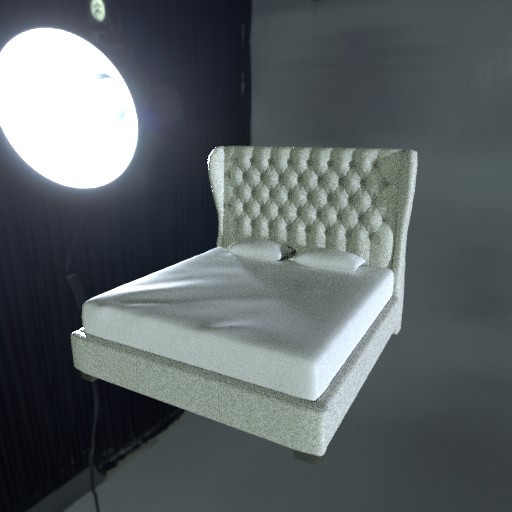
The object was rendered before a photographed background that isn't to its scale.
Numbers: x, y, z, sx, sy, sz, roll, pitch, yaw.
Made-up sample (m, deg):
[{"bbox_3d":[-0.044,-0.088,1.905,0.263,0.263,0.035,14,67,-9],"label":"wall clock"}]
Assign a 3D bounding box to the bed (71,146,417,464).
[{"bbox_3d":[0.000,0.000,3.850,2.219,1.771,2.347,9,18,28],"label":"bed"}]
